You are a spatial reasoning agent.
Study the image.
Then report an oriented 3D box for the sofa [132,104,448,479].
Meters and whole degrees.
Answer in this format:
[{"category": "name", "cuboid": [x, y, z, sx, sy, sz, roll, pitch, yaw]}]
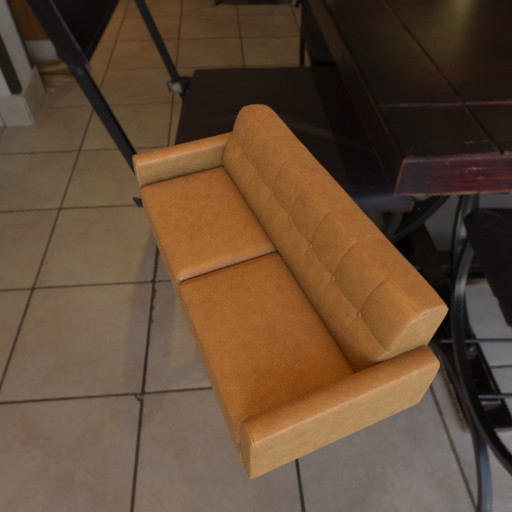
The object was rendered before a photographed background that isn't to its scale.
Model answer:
[{"category": "sofa", "cuboid": [0.000, 0.000, 2.617, 0.980, 0.892, 2.137, -17, 49, -16]}]
